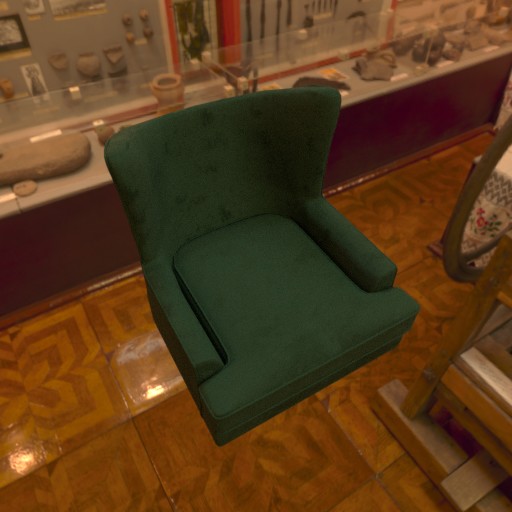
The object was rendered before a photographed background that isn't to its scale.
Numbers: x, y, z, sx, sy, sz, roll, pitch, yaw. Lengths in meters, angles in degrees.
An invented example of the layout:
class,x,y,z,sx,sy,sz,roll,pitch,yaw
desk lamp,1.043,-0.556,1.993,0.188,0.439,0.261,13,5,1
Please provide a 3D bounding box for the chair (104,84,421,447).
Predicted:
class,x,y,z,sx,sy,sz,roll,pitch,yaw
chair,0.000,0.000,1.585,0.793,0.952,0.910,-23,50,-20
